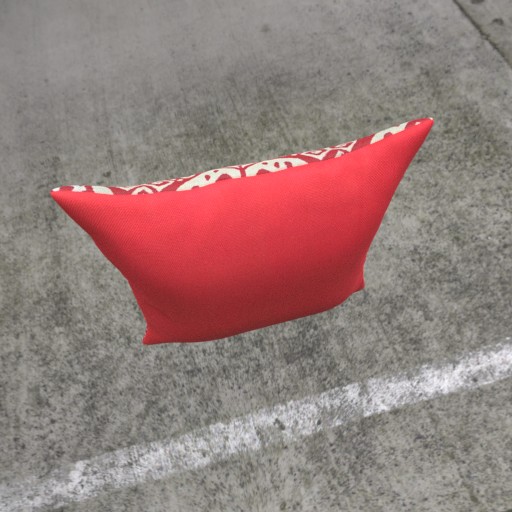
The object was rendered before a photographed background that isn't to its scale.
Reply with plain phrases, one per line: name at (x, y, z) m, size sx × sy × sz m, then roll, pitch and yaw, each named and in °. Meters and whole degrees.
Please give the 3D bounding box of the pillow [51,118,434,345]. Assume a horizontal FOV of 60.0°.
pillow at (0.000, 0.000, 0.792) m, size 0.522 × 0.507 × 0.192 m, roll -13°, pitch 59°, yaw -8°
